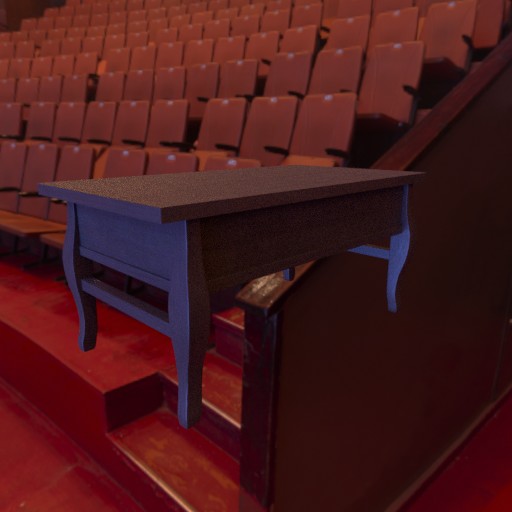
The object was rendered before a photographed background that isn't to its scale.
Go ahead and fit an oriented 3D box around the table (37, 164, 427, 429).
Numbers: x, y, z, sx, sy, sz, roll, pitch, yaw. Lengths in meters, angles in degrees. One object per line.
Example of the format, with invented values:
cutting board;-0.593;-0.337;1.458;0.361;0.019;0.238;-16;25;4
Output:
table;0.000;0.000;1.406;0.600;0.494;1.062;15;21;43
